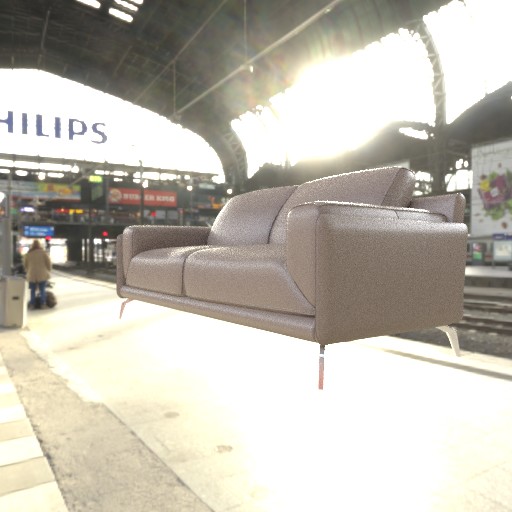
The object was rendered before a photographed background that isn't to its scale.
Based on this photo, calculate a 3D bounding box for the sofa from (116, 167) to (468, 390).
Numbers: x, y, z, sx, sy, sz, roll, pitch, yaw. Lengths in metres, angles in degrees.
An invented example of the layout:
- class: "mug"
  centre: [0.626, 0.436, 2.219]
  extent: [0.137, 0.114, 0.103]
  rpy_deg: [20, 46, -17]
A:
- class: "sofa"
  centre: [0.000, 0.000, 2.583]
  extent: [1.049, 0.930, 2.101]
  rpy_deg: [0, 1, -36]
